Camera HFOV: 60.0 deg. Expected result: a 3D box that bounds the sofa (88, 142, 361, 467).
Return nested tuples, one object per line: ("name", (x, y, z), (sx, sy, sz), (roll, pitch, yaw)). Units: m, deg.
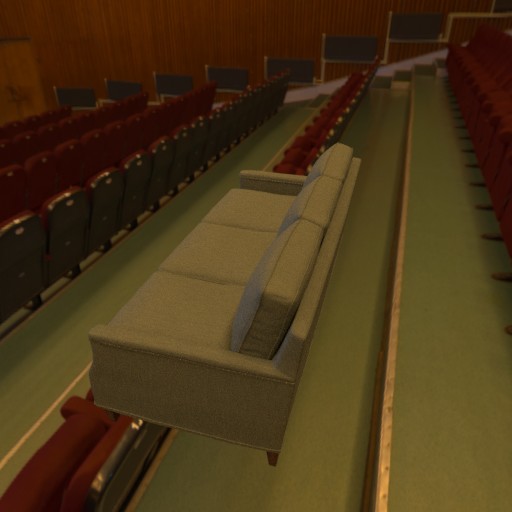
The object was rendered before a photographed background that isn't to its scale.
("sofa", (0.000, 0.000, 2.878), (1.084, 1.003, 2.246), (9, 32, 14))
